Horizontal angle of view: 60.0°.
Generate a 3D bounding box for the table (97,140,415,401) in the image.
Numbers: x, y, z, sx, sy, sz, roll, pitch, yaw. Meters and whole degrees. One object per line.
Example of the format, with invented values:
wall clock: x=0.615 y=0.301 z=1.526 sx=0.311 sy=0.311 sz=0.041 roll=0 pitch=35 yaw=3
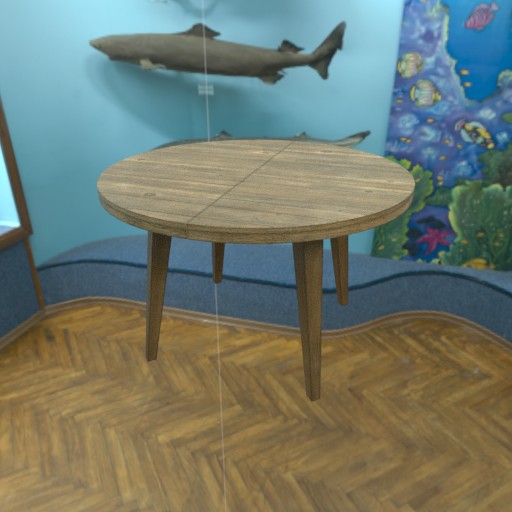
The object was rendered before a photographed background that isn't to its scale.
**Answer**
table: x=0.000 y=0.000 z=1.943 sx=1.213 sy=0.764 sz=1.213 roll=0 pitch=26 yaw=0
